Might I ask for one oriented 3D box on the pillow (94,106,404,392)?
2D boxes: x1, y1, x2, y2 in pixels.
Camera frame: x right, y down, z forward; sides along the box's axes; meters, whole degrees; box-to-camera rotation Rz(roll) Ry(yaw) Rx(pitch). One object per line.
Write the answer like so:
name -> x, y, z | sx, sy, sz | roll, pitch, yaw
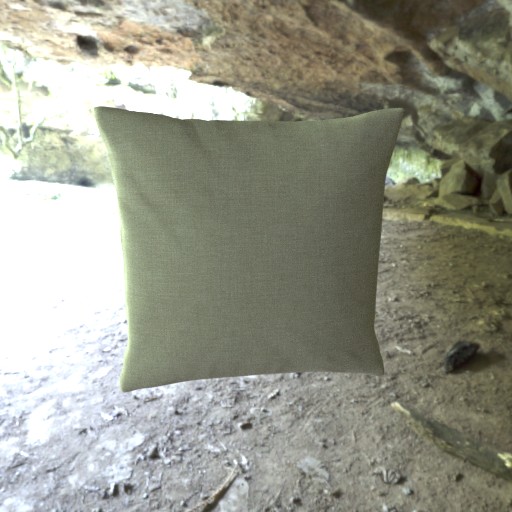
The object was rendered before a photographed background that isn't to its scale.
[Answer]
pillow -> 0.000, 0.000, 0.792 | 0.517, 0.508, 0.158 | -2, 14, -7
